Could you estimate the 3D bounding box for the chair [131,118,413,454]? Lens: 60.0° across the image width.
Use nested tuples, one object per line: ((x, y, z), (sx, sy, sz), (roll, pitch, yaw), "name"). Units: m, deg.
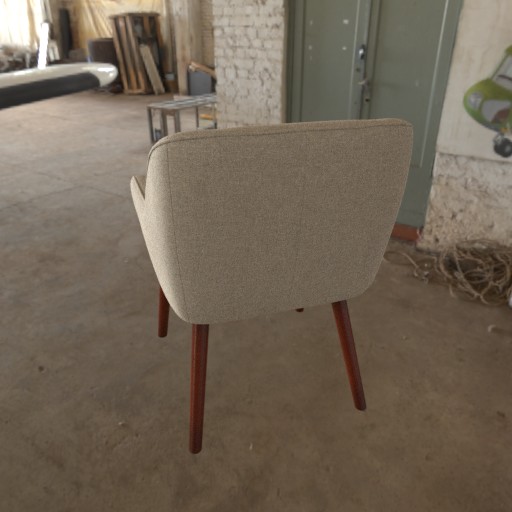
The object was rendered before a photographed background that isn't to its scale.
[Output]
((0.000, 0.000, 1.232), (0.610, 0.813, 0.610), (-8, 28, -16), "chair")
